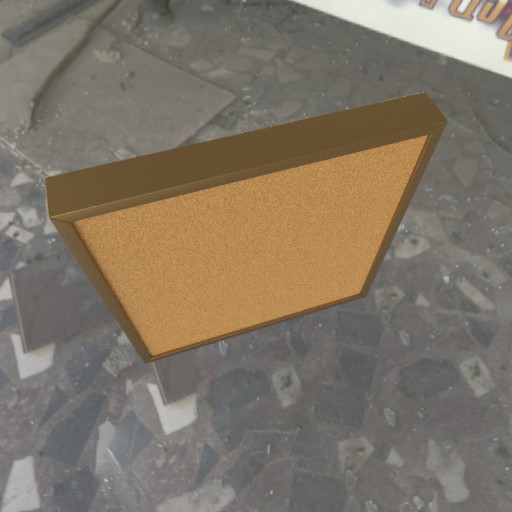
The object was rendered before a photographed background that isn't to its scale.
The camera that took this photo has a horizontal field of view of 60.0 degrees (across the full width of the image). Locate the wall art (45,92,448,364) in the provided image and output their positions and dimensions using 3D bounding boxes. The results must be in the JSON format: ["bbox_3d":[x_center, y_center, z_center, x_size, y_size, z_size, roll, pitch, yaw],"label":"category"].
[{"bbox_3d":[0.000,0.000,0.460,0.305,0.305,0.037,-15,59,-9],"label":"wall art"}]
